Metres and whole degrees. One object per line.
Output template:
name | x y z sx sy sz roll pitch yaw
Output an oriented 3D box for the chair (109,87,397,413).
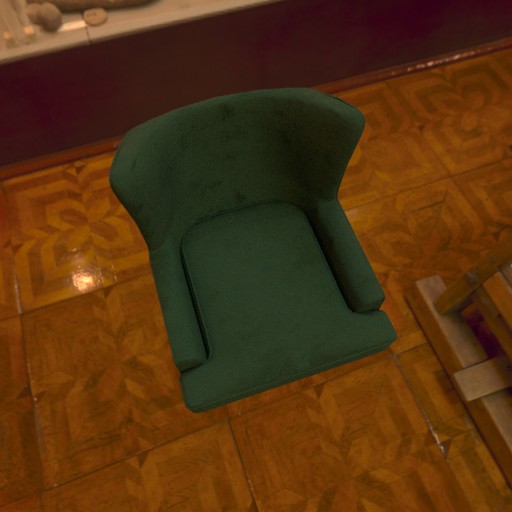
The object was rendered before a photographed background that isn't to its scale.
chair | 0.000 0.000 1.667 0.793 0.952 0.910 -16 64 -8
